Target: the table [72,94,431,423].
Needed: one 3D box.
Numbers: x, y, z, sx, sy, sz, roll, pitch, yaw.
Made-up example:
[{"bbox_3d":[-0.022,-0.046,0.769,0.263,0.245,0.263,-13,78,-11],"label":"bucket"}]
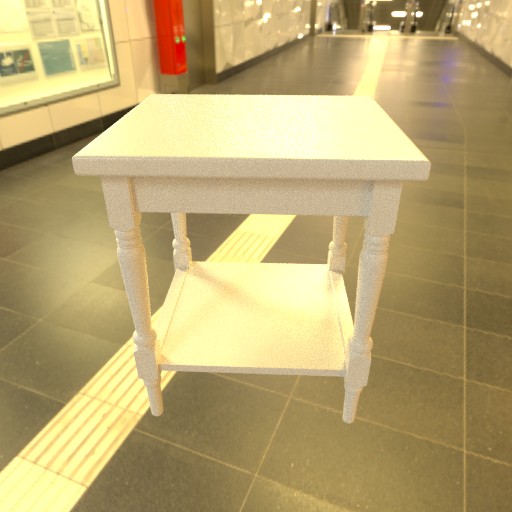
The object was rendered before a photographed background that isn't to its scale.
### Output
[{"bbox_3d":[0.000,0.000,0.930,0.488,0.565,0.442,1,31,2],"label":"table"}]
